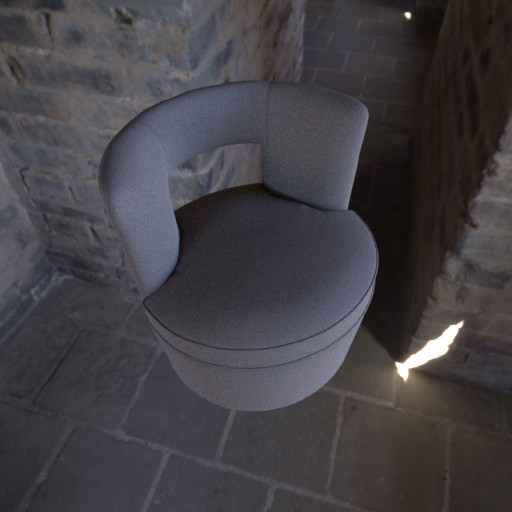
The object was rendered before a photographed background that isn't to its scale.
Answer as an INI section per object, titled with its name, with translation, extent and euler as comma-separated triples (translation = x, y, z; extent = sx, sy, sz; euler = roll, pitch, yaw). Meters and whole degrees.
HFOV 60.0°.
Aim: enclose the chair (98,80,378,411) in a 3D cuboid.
[chair]
translation = 0.000, 0.000, 1.251
extent = 0.689, 0.719, 0.660
euler = -24, 52, -20
